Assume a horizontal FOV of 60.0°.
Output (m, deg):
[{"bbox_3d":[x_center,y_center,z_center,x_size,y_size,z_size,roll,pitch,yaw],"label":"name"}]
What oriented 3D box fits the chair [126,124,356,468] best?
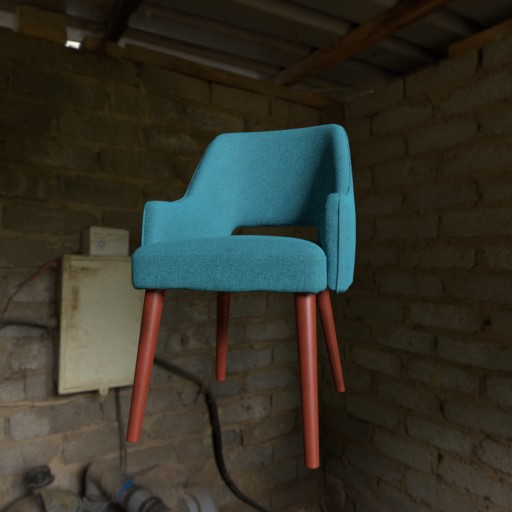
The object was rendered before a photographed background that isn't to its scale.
[{"bbox_3d":[0.000,0.000,1.235,0.548,0.849,0.605,0,0,17],"label":"chair"}]
